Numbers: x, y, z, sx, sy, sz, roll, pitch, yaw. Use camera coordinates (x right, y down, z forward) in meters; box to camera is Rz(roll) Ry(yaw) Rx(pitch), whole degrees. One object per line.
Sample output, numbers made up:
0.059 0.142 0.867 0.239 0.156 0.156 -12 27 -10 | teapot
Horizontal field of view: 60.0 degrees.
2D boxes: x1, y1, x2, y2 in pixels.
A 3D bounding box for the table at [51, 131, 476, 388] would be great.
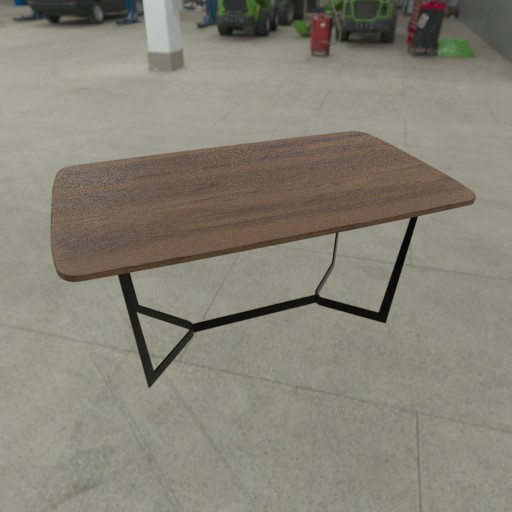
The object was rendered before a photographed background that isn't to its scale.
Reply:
0.000 0.000 2.114 1.643 0.765 0.949 -11 35 -17 | table
